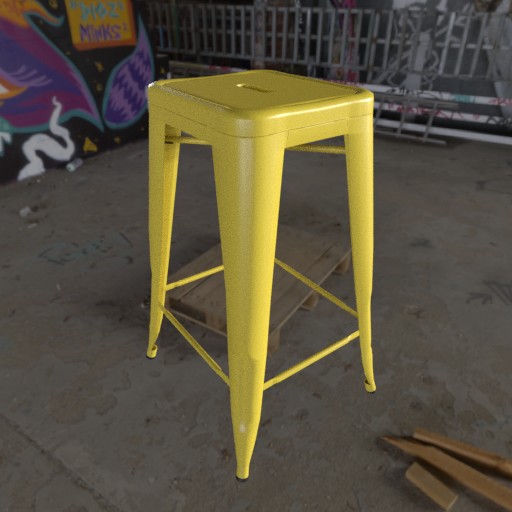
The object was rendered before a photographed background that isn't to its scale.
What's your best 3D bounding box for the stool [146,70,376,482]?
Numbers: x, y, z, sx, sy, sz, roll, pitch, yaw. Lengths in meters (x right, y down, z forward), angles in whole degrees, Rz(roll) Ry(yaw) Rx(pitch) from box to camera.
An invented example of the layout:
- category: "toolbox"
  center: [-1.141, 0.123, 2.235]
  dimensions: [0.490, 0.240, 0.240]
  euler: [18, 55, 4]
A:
- category: "stool"
  center: [0.000, 0.000, 0.838]
  dimensions: [0.359, 0.609, 0.399]
  euler: [-21, 36, -31]
